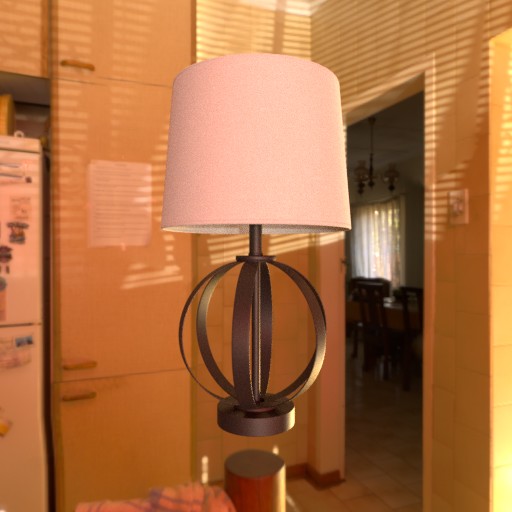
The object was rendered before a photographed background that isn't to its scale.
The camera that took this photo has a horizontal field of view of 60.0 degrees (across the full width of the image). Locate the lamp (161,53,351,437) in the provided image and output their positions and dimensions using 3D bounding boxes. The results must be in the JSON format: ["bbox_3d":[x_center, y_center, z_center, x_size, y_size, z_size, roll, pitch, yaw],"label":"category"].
[{"bbox_3d":[0.000,0.000,0.683,0.286,0.510,0.286,0,0,0],"label":"lamp"}]
